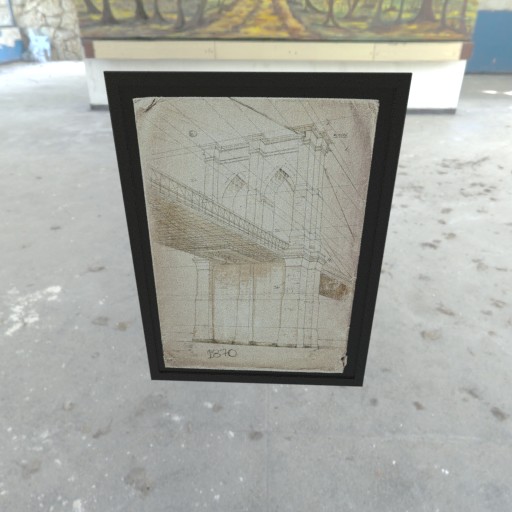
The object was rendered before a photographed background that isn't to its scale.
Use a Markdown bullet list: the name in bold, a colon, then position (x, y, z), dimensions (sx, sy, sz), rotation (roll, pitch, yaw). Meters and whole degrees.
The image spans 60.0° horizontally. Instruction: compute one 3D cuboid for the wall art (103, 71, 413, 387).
- **wall art**: position (0.000, 0.000, 1.253), dimensions (0.707, 0.967, 0.013), rotation (1, 29, 2)
